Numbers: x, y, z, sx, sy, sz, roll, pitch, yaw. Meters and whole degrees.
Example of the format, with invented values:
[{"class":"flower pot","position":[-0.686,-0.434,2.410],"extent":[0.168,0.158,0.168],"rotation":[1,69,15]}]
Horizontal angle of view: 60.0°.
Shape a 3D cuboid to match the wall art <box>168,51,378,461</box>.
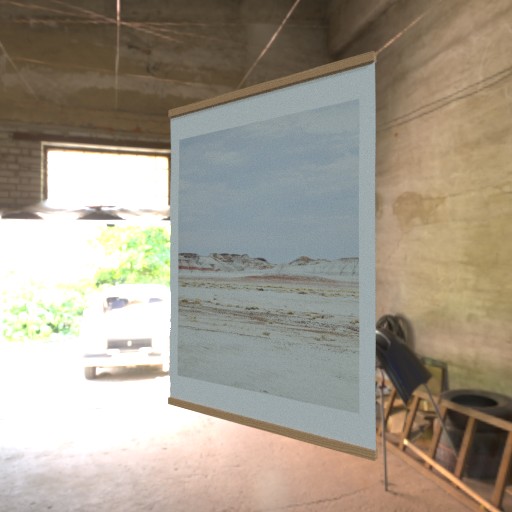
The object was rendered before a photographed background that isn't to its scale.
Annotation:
[{"class":"wall art","position":[0.000,0.000,1.324],"extent":[0.739,1.016,0.020],"rotation":[0,-1,36]}]
